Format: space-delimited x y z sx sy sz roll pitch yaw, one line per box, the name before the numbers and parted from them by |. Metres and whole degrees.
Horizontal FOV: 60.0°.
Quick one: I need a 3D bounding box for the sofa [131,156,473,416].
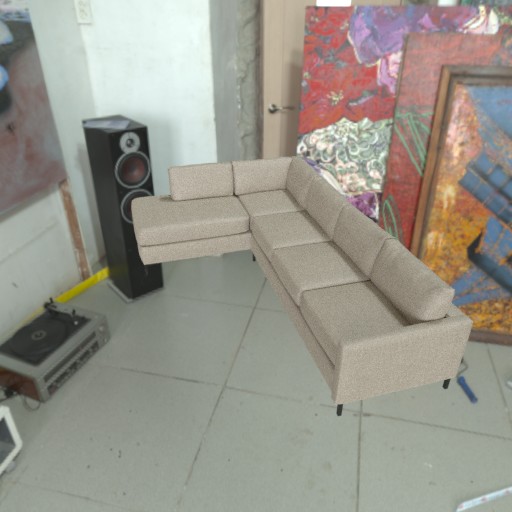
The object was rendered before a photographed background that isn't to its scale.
sofa | 0.000 0.000 3.135 1.617 0.703 2.423 -8 31 -14
